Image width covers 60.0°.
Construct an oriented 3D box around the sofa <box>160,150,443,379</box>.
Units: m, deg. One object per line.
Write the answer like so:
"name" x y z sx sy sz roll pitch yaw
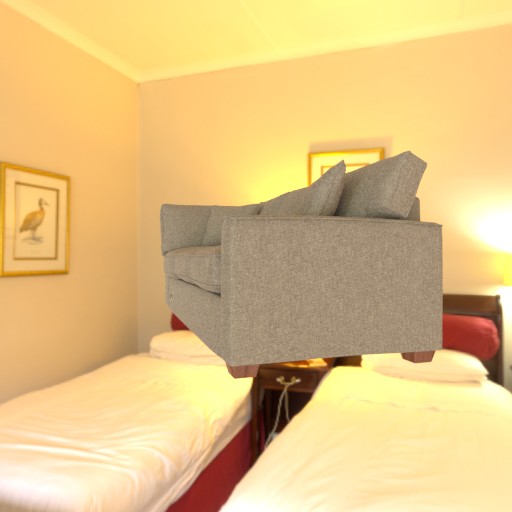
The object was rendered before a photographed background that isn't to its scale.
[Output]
"sofa" 0.000 0.000 2.935 1.061 0.962 2.317 0 0 -18
